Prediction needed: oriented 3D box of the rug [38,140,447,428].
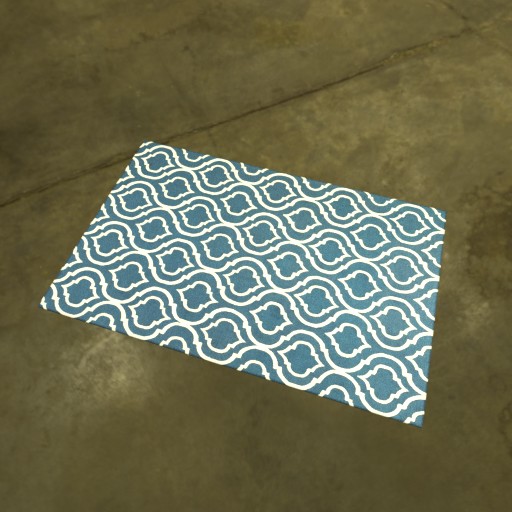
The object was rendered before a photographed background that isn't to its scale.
[{"bbox_3d":[0.000,0.000,2.194,1.753,0.010,1.143,15,59,9],"label":"rug"}]
